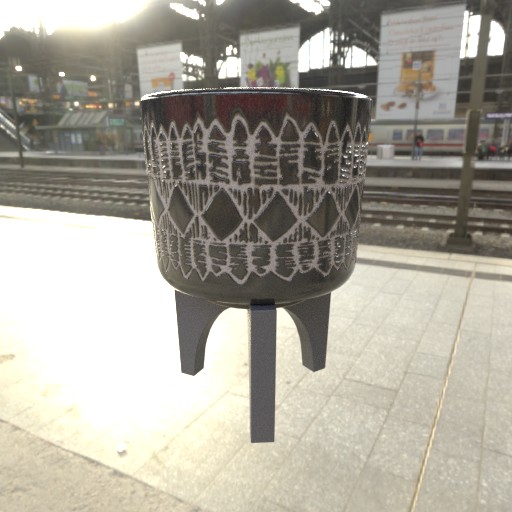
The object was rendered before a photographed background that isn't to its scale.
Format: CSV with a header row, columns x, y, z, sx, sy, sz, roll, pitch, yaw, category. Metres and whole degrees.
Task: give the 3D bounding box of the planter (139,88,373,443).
x,y,z,sx,sy,sz,roll,pitch,yaw,category
0.000,0.000,0.533,0.251,0.355,0.251,7,16,25,planter
